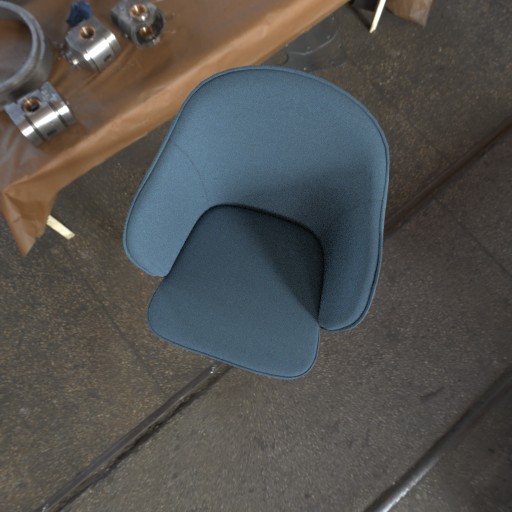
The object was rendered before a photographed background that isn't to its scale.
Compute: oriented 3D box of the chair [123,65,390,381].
[{"bbox_3d":[0.000,0.000,1.197,0.570,0.815,0.585,17,77,4],"label":"chair"}]
